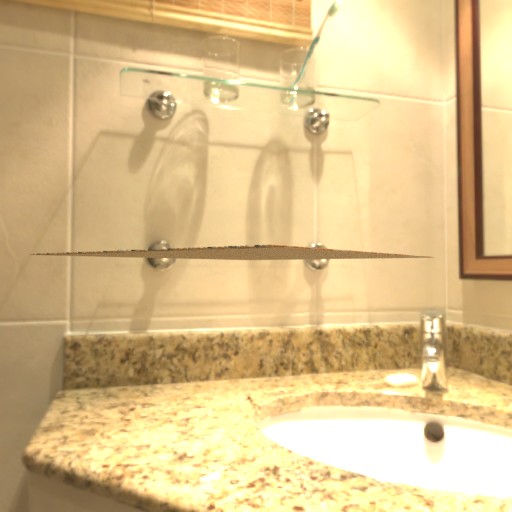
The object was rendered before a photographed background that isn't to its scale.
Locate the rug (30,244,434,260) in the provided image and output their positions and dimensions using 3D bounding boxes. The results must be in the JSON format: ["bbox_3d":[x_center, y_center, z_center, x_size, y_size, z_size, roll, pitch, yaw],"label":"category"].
[{"bbox_3d":[0.000,0.000,4.175,2.439,0.010,3.048,-1,-2,36],"label":"rug"}]
